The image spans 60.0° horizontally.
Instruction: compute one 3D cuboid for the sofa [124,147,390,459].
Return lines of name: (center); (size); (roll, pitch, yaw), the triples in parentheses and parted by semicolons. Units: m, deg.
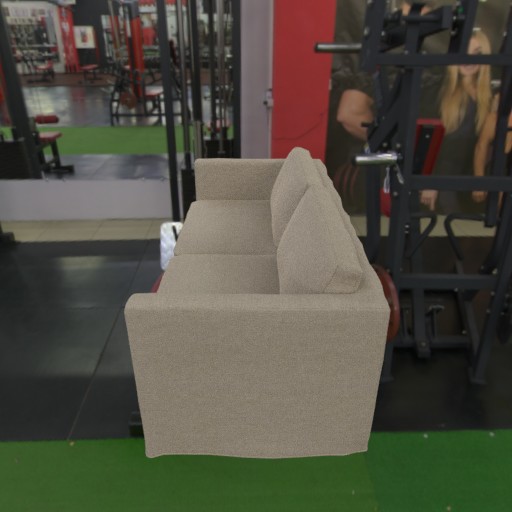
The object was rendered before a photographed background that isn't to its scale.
sofa: (0.000, 0.000, 2.498); (0.956, 0.847, 1.987); (0, 27, 0)
